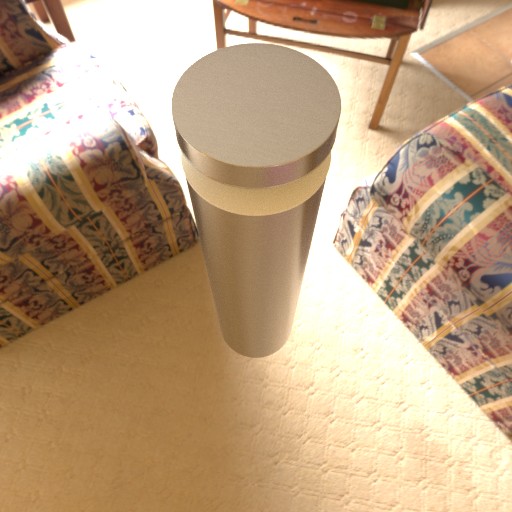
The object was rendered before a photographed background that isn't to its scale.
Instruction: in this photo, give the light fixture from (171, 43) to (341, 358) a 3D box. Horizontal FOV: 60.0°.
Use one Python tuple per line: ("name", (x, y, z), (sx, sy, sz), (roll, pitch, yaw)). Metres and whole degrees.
("light fixture", (0.000, 0.000, 0.437), (0.102, 0.400, 0.102), (16, 64, 8))
